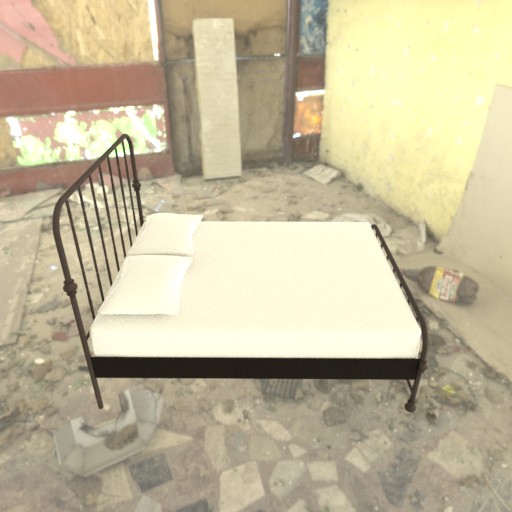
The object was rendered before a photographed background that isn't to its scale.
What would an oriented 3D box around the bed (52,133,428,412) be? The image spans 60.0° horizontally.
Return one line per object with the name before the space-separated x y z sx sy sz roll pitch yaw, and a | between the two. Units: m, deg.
bed | 0.000 0.000 3.249 2.134 1.446 1.616 0 30 0
